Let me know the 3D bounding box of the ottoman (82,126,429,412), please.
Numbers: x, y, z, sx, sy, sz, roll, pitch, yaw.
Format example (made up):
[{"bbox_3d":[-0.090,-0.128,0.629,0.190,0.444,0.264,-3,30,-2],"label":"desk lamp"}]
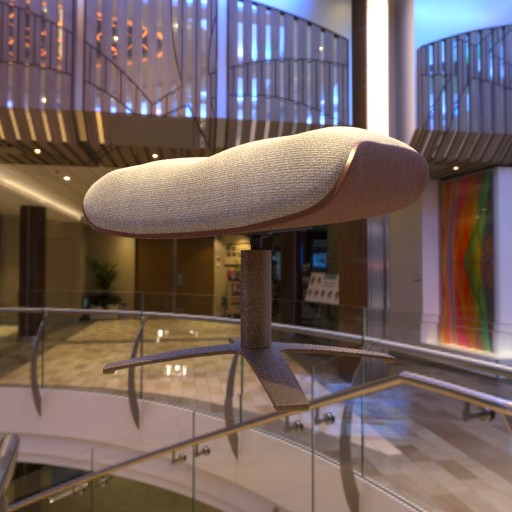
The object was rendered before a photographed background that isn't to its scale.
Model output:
[{"bbox_3d":[0.000,0.000,0.796,0.520,0.391,0.394,-1,-2,35],"label":"ottoman"}]
